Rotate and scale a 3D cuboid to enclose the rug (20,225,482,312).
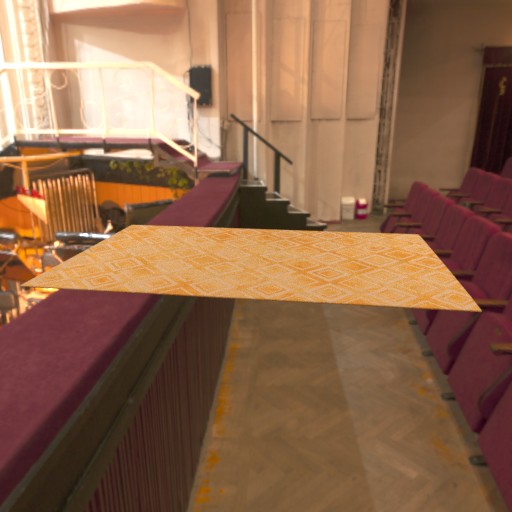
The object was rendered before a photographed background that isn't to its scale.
[{"bbox_3d":[0.000,0.000,3.004,2.424,0.010,1.511,2,17,8],"label":"rug"}]
